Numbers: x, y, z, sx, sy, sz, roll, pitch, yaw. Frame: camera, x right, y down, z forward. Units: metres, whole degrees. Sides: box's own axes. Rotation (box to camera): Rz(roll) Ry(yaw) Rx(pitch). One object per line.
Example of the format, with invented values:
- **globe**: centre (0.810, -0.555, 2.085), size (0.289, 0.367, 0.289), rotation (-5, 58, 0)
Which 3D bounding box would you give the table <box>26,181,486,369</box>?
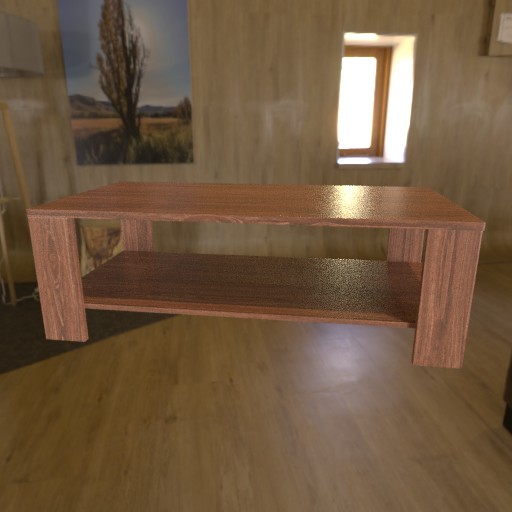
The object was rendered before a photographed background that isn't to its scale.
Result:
- **table**: centre (0.000, 0.000, 1.488), size (1.200, 0.400, 0.600), rotation (2, 17, 8)
